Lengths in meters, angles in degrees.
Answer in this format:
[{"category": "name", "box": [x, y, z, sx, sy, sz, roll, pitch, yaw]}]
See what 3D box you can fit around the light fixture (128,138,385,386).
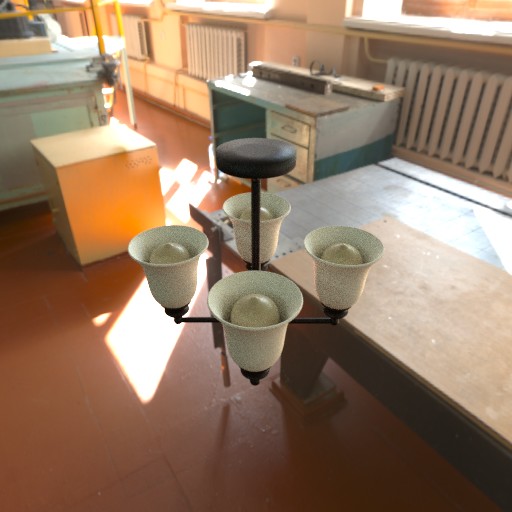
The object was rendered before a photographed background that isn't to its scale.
[{"category": "light fixture", "box": [0.000, 0.000, 1.889, 1.069, 0.925, 1.069, 0, 32, 0]}]
